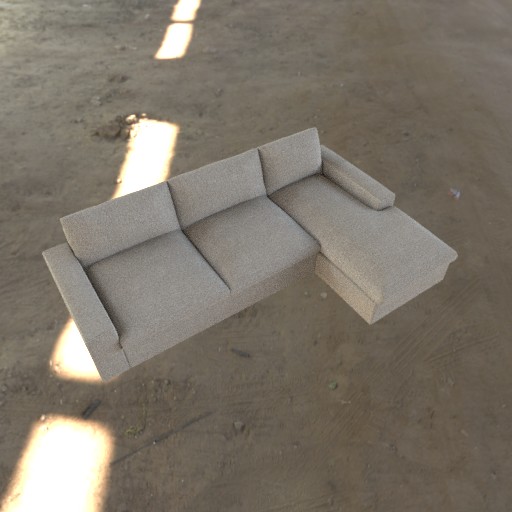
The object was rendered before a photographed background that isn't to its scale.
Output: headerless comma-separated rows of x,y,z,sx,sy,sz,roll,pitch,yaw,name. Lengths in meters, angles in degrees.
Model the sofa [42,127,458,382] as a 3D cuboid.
0.000,0.000,3.409,2.718,0.813,1.689,-25,50,-23,sofa
